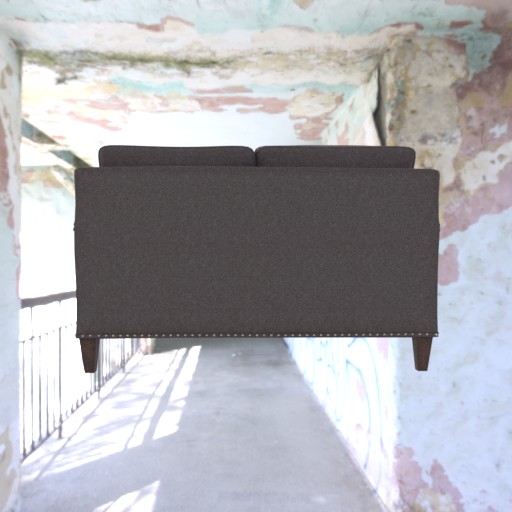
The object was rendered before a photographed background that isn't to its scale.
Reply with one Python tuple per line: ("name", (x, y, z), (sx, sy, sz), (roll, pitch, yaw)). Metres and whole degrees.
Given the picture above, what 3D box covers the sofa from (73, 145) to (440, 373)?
("sofa", (0.000, 0.000, 2.338), (1.597, 1.003, 1.084), (0, 0, -1))
